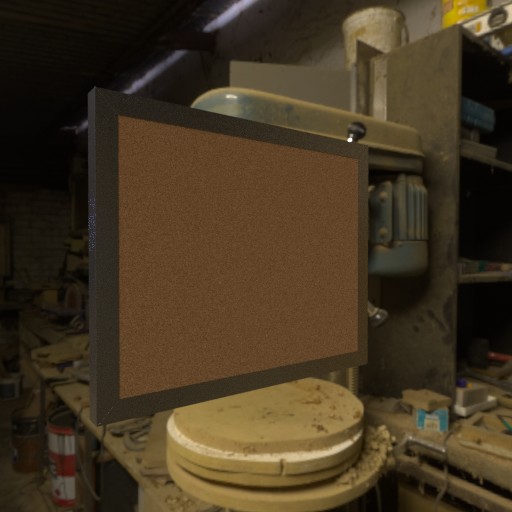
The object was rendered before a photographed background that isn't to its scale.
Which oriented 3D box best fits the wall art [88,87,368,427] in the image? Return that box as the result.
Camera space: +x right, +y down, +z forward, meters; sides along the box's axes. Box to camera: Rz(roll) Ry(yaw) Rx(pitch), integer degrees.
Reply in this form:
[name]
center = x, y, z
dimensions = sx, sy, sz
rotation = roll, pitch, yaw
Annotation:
[wall art]
center = 0.000, 0.000, 0.772
dimensions = 0.557, 0.456, 0.032
rotation = -1, 1, -36
